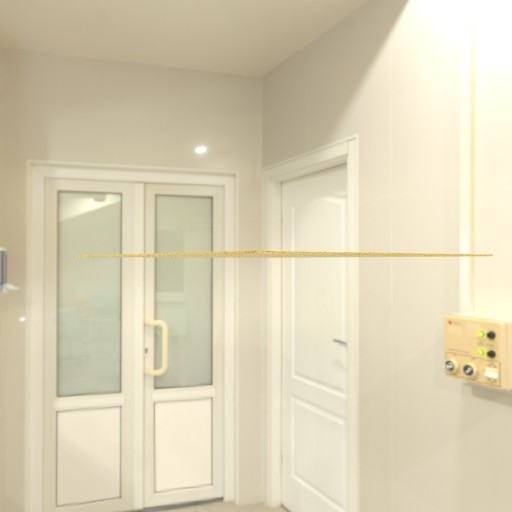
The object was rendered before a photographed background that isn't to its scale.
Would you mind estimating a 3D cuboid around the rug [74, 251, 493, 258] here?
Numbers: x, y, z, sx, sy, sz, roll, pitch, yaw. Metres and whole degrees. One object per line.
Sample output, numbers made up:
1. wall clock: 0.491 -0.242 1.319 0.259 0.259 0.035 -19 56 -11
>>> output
1. rug: 0.000 0.000 4.235 2.486 0.015 3.242 0 -1 -37
